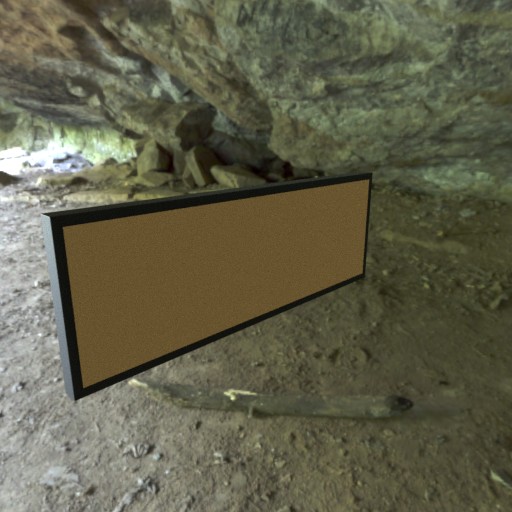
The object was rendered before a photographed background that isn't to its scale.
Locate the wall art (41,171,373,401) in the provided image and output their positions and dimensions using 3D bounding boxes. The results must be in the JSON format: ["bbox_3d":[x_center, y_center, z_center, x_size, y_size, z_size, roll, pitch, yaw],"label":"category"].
[{"bbox_3d":[0.000,0.000,0.975,0.860,0.303,0.037,-16,23,-42],"label":"wall art"}]
